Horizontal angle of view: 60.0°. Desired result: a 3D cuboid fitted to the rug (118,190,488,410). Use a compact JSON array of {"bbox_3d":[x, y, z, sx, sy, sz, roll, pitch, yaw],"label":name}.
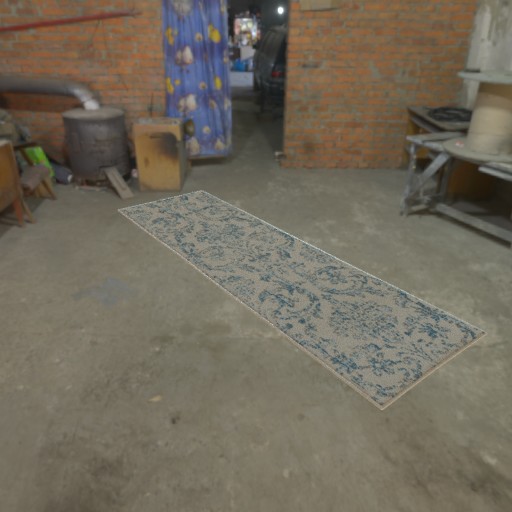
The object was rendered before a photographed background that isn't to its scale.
[{"bbox_3d":[0.000,0.000,2.371,0.662,0.011,2.196,-19,33,-33],"label":"rug"}]
